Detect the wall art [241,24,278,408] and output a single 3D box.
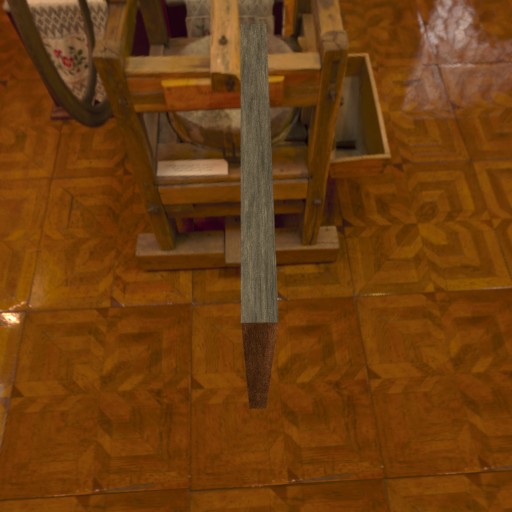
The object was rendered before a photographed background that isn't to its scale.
[{"bbox_3d":[0.000,0.000,1.370,0.063,1.016,0.762,-1,63,0],"label":"wall art"}]
